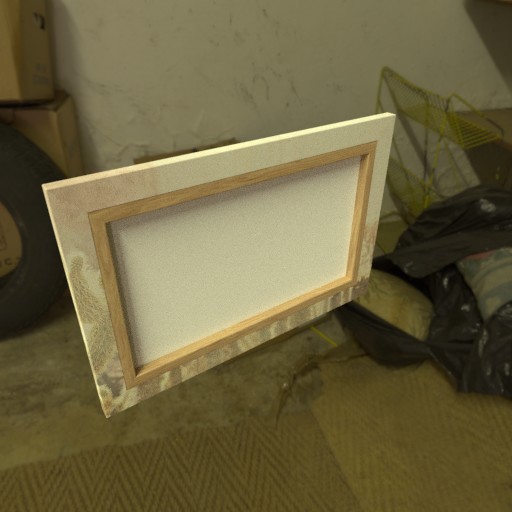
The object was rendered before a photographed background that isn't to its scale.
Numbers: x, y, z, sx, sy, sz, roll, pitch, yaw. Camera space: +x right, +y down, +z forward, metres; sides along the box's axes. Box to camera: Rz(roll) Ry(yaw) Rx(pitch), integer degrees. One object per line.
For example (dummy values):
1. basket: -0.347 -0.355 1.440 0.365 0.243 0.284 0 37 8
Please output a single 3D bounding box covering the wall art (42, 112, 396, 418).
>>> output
1. wall art: 0.000 0.000 1.455 1.142 0.758 0.041 -20 37 -29
